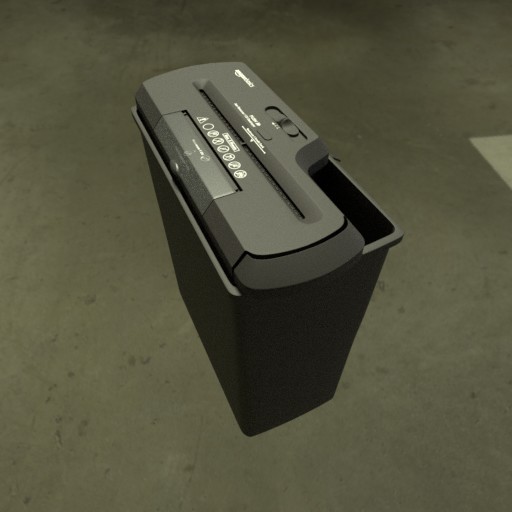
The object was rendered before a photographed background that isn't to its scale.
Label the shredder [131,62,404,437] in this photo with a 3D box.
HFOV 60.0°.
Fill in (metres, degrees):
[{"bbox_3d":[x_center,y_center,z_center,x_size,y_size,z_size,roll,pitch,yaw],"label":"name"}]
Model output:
[{"bbox_3d":[0.000,0.000,0.514,0.170,0.335,0.320,-19,50,-17],"label":"shredder"}]
